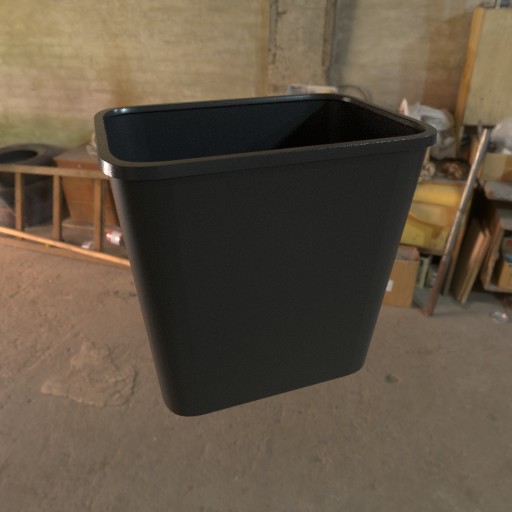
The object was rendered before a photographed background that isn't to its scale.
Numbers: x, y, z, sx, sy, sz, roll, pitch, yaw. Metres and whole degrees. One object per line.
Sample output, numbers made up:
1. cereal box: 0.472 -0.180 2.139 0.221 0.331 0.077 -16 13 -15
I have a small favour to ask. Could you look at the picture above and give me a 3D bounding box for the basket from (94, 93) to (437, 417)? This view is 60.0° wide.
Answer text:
1. basket: 0.000 0.000 0.508 0.300 0.307 0.211 -10 32 -16
